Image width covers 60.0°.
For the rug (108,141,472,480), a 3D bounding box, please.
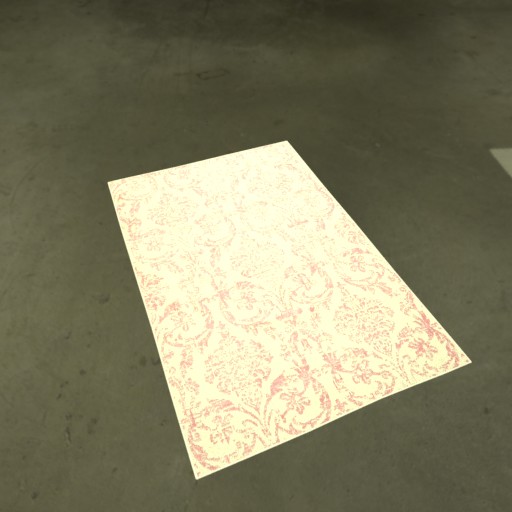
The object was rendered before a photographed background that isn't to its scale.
[{"bbox_3d":[0.000,0.000,3.429,1.819,0.018,2.746,-17,49,-15],"label":"rug"}]
